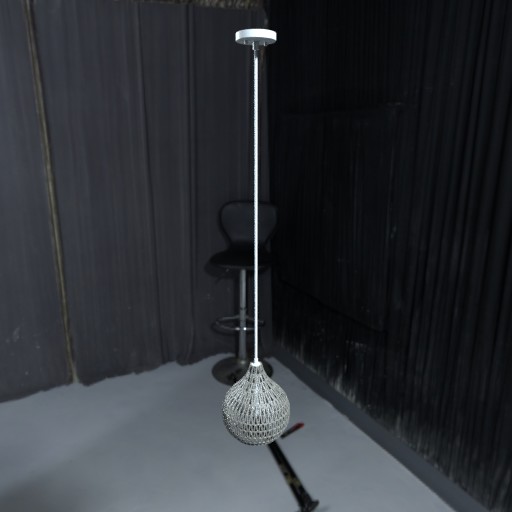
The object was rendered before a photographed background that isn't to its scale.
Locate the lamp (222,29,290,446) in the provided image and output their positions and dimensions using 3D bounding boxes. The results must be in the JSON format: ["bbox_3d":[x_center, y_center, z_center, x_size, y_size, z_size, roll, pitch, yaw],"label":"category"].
[{"bbox_3d":[0.000,0.000,2.099,0.355,1.919,0.355,-8,17,-26],"label":"lamp"}]
